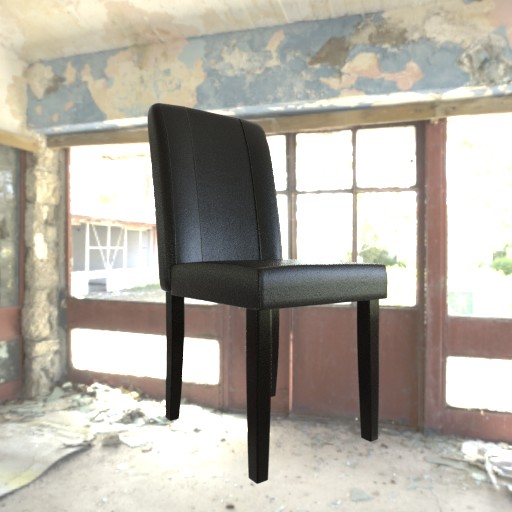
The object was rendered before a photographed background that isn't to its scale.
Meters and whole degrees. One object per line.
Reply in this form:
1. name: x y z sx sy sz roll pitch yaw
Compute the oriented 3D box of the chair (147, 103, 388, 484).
1. chair: 0.000 0.000 1.185 0.399 0.897 0.556 0 0 -35
